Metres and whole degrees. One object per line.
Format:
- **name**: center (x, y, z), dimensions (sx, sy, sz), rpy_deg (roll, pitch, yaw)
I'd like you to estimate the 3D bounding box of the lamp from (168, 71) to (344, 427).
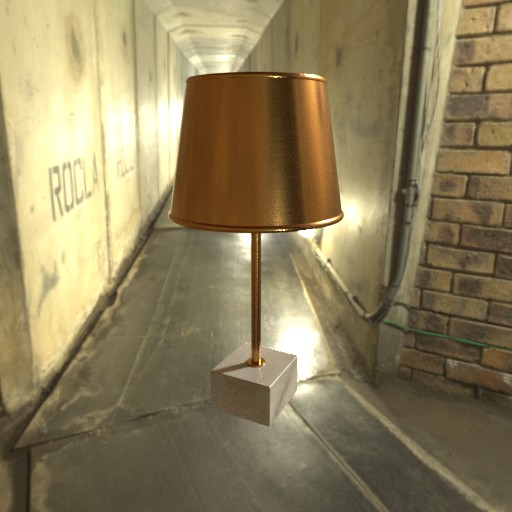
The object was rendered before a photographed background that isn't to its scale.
- **lamp**: center (0.000, 0.000, 0.549), dimensions (0.208, 0.406, 0.208), rpy_deg (0, 16, 0)
